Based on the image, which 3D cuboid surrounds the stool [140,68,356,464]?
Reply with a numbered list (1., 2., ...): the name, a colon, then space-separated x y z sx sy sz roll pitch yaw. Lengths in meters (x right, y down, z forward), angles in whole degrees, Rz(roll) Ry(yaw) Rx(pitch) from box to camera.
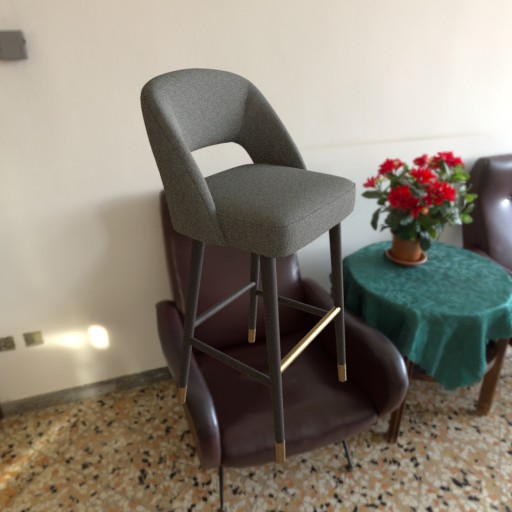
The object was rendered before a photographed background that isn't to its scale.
1. stool: 0.000 0.000 1.416 0.524 1.089 0.536 17 31 31
